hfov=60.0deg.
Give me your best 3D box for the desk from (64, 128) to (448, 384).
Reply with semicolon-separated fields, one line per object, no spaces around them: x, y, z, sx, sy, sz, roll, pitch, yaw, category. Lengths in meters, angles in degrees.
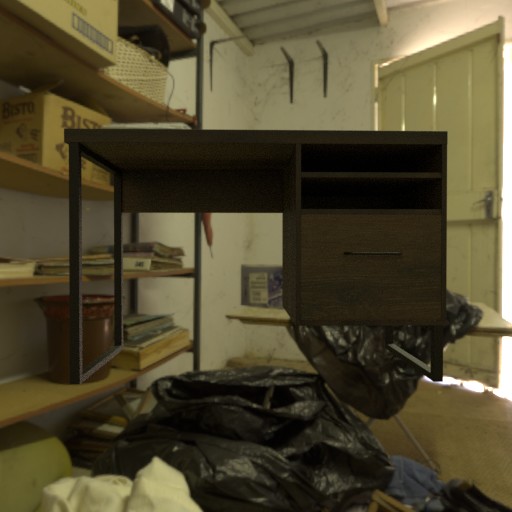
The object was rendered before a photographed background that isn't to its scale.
0.000;0.000;1.534;1.134;0.752;0.511;0;1;-1;desk
